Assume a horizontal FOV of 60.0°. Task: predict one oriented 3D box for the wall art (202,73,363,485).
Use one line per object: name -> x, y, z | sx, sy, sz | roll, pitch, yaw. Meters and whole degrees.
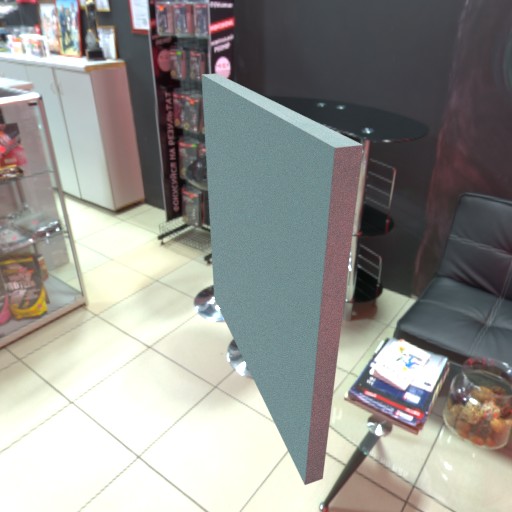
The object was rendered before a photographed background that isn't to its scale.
wall art -> 0.000, 0.000, 0.884 | 0.036, 0.603, 0.603 | -10, 31, -17
